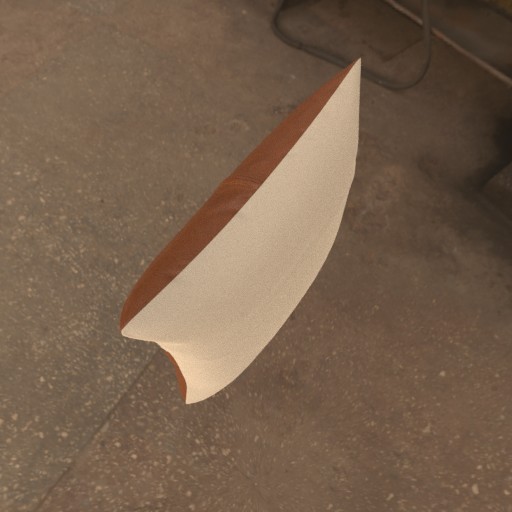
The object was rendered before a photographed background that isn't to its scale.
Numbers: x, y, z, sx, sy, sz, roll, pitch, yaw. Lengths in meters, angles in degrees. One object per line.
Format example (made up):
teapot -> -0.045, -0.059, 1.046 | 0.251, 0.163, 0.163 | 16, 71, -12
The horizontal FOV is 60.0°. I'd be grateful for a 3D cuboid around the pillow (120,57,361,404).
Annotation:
pillow -> 0.000, 0.000, 0.756 | 0.192, 0.477, 0.501 | 32, 67, 15
